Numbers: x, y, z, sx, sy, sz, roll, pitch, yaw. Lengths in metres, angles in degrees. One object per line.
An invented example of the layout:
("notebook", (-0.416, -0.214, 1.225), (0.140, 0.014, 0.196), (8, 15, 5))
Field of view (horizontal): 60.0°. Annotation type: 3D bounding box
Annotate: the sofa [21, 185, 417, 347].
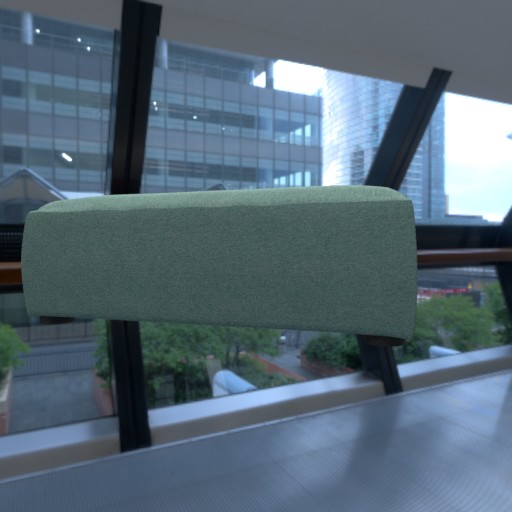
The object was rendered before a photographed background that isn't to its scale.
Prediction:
("sofa", (0.000, 0.000, 1.404), (0.930, 0.330, 0.930), (0, 1, 18))
